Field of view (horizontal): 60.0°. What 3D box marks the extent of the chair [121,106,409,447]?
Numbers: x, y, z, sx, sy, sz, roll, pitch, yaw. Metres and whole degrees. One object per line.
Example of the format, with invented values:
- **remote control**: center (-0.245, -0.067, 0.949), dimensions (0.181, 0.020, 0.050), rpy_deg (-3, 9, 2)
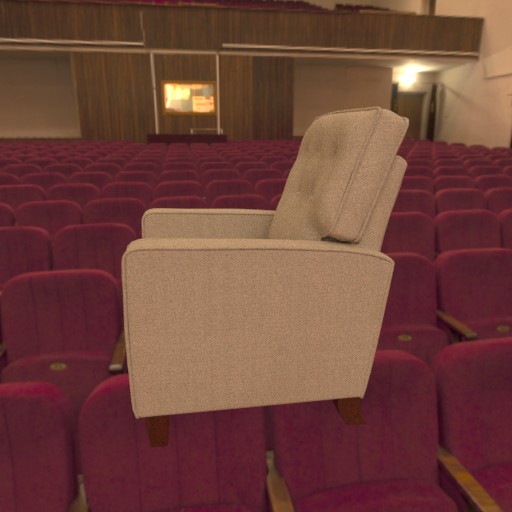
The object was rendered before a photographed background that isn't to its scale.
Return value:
- **chair**: center (0.000, 0.000, 1.415), dimensions (0.754, 0.888, 0.648), rpy_deg (-2, 14, -9)
